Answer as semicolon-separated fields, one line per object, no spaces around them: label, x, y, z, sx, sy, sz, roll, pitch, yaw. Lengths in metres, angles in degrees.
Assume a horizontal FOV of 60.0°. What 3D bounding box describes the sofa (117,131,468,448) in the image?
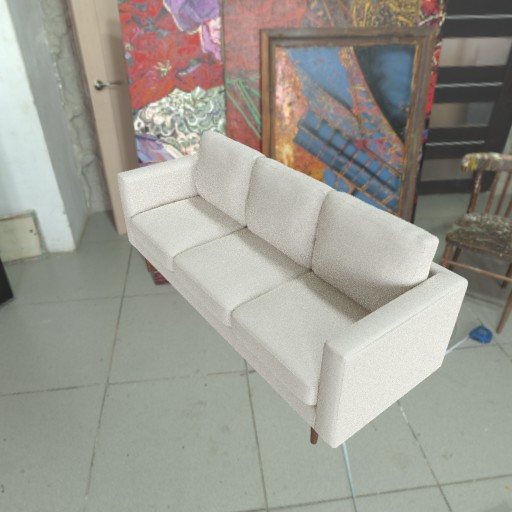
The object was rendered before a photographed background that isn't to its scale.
sofa;0.000;0.000;2.517;0.802;0.912;2.029;-23;40;-30
